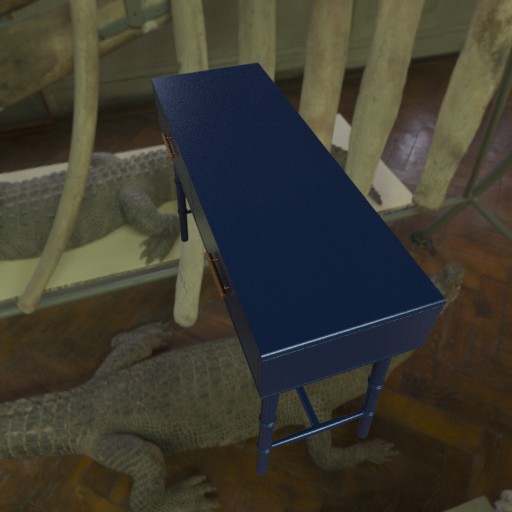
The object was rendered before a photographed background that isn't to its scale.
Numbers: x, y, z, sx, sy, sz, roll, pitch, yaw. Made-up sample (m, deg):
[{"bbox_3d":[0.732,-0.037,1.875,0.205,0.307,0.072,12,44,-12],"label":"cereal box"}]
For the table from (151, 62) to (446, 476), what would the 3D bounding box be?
[{"bbox_3d":[0.000,0.000,1.446,0.399,0.749,1.118,-14,49,-13],"label":"table"}]
